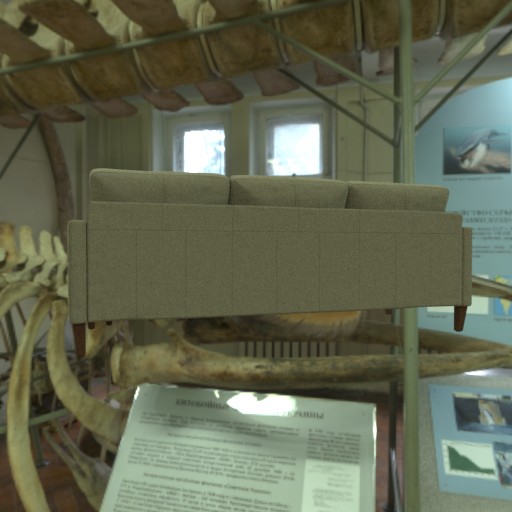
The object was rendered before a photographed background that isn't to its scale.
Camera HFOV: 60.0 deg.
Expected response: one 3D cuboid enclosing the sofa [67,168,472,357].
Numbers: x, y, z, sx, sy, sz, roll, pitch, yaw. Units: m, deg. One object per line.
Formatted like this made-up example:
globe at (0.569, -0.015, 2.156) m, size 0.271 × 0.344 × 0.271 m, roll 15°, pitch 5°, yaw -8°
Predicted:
sofa at (0.000, 0.000, 2.955) m, size 2.178 × 0.875 × 1.506 m, roll 0°, pitch 1°, yaw -17°
